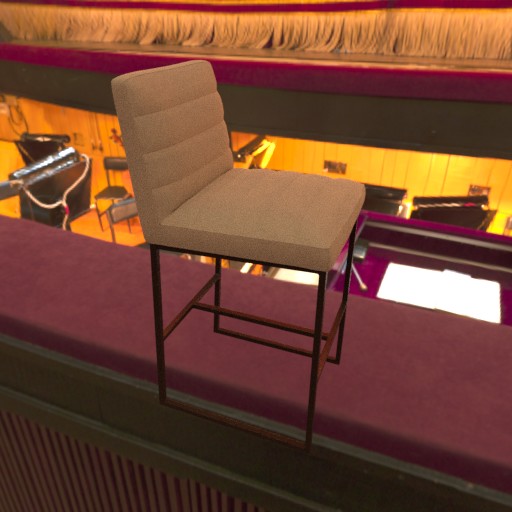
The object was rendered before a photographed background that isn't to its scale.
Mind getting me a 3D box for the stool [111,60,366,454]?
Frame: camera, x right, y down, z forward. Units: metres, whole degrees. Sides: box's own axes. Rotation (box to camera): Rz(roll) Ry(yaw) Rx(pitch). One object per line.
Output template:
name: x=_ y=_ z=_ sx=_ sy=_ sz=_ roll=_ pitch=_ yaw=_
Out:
stool: x=0.000 y=0.000 z=1.365 sx=0.573 sy=1.061 sz=0.464 roll=11 pitch=31 yaw=19
